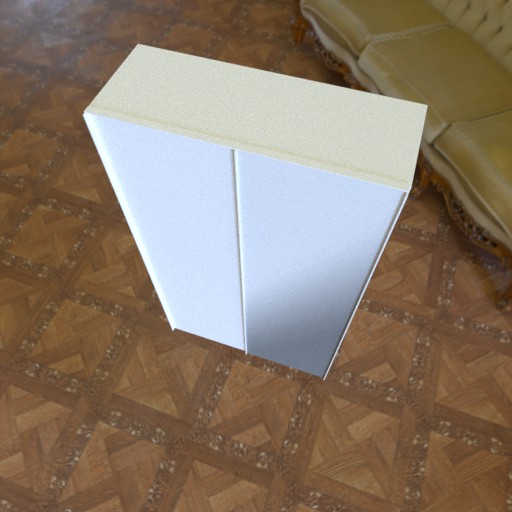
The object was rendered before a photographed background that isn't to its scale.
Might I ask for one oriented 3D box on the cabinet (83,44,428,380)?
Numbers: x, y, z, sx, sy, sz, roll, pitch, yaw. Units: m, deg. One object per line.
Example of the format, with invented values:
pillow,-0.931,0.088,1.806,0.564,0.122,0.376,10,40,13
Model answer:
cabinet,0.000,0.000,2.625,1.250,2.160,0.480,16,60,10
